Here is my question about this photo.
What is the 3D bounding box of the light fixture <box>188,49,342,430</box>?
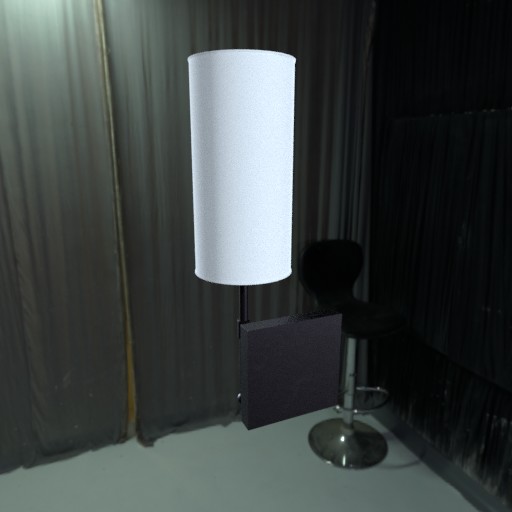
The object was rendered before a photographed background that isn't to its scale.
[{"bbox_3d":[0.000,0.000,0.549,0.128,0.462,0.208,-6,16,-24],"label":"light fixture"}]
